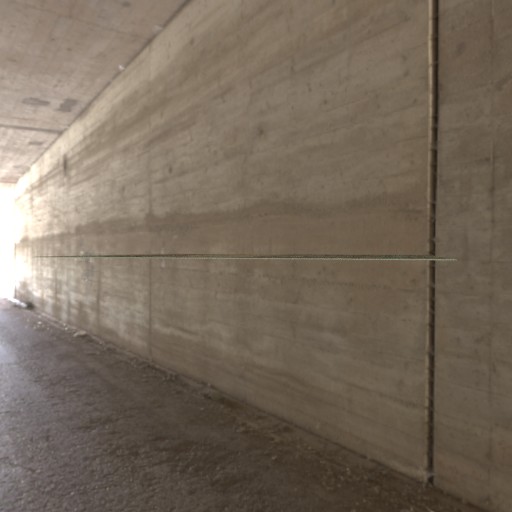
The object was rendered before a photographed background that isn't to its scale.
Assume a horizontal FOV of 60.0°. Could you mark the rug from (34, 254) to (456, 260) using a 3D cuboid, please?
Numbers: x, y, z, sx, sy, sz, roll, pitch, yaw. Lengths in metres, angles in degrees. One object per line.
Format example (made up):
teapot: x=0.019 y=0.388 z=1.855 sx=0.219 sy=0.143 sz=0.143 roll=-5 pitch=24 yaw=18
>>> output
rug: x=0.000 y=0.000 z=3.031 sx=2.363 sy=0.004 sz=1.566 roll=0 pitch=1 yaw=19
